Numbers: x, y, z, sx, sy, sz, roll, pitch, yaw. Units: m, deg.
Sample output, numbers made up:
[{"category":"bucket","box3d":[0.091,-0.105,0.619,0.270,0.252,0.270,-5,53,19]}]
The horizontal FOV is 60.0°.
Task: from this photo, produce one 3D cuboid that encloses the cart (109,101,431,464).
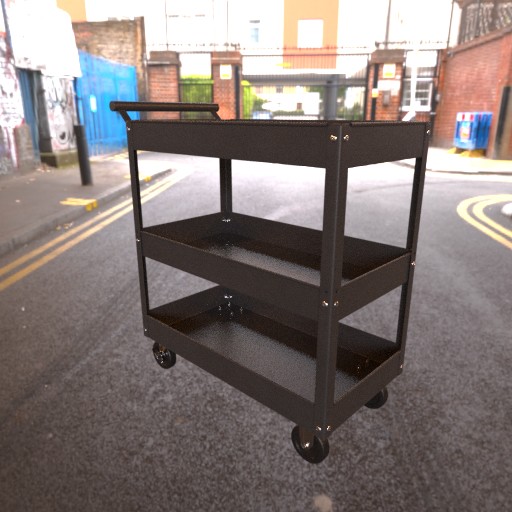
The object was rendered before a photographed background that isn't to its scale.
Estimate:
[{"category":"cart","box3d":[0.000,0.000,1.170,0.719,0.780,0.366,16,24,41]}]
